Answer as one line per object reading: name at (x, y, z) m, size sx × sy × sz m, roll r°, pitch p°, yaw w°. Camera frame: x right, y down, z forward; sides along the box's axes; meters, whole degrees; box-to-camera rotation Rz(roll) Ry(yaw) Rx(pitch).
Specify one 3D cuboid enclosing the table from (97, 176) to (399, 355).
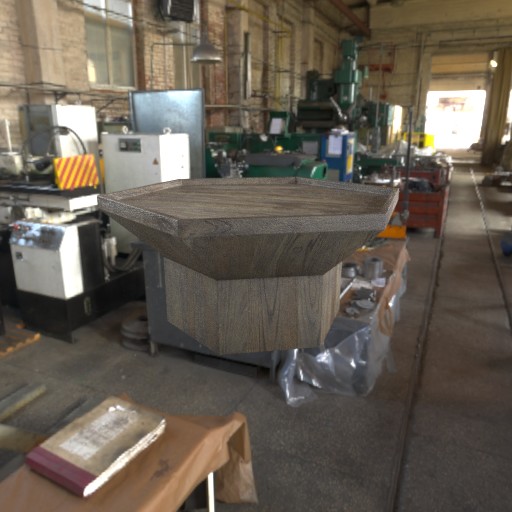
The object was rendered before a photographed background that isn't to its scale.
table at (0.000, 0.000, 1.684) m, size 1.115 × 0.488 × 0.966 m, roll -3°, pitch 16°, yaw -9°
